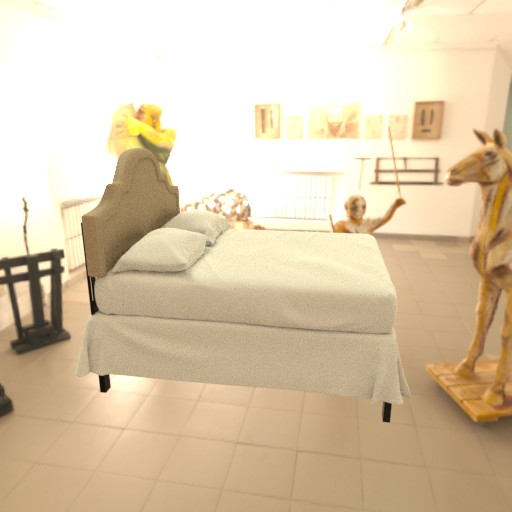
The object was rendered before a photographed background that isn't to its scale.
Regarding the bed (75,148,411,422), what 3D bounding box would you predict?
[{"bbox_3d":[0.000,0.000,3.483,2.222,1.634,1.780,3,17,9],"label":"bed"}]
